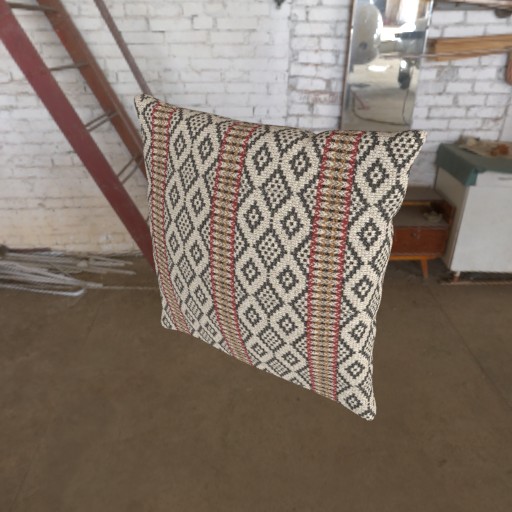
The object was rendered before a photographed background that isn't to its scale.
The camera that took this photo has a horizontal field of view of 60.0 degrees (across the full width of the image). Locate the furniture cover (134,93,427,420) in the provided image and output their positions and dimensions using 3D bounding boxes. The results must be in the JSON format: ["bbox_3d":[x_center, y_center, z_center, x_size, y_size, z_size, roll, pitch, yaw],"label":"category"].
[{"bbox_3d":[0.000,0.000,0.785,0.503,0.506,0.182,17,33,29],"label":"furniture cover"}]
